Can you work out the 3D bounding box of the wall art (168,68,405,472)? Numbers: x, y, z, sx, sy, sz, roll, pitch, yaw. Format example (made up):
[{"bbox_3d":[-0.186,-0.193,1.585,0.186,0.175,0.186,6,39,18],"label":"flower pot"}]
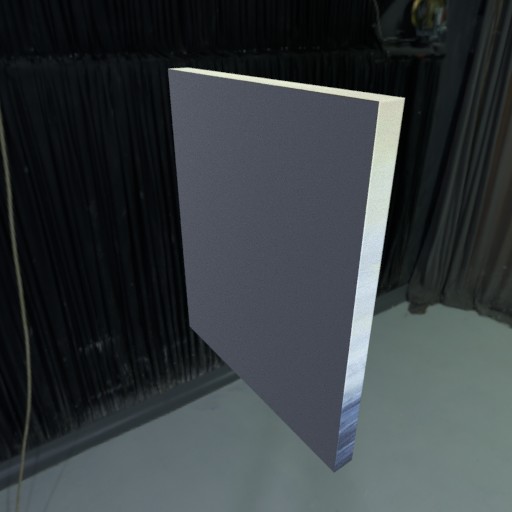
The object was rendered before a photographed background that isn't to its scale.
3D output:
[{"bbox_3d":[0.000,0.000,0.688,0.037,0.511,0.435,-18,33,-31],"label":"wall art"}]
